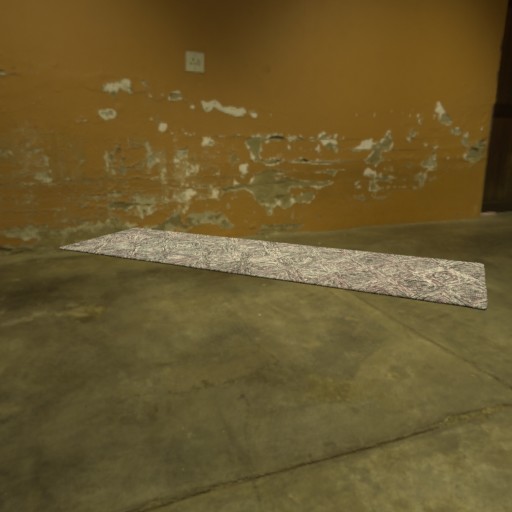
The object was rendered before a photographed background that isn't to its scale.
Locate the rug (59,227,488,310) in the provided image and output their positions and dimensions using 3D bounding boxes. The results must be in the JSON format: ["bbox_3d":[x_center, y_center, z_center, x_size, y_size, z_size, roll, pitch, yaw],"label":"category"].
[{"bbox_3d":[0.000,0.000,2.484,2.305,0.013,0.719,7,16,24],"label":"rug"}]
